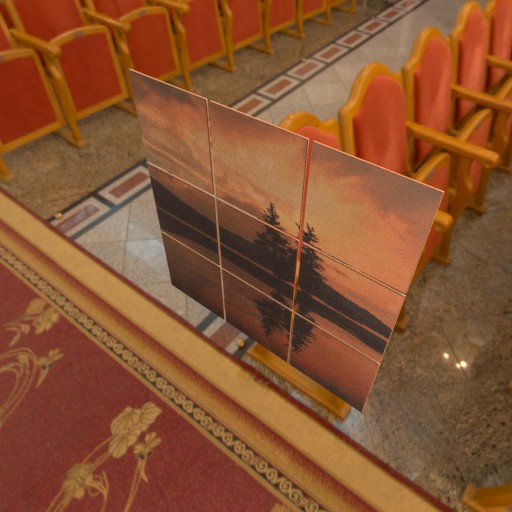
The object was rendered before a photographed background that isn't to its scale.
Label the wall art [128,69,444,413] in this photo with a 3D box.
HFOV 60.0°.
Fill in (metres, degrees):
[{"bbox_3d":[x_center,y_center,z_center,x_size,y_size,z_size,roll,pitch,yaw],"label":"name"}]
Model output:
[{"bbox_3d":[0.000,0.000,2.277,1.520,1.525,0.013,30,52,26],"label":"wall art"}]
